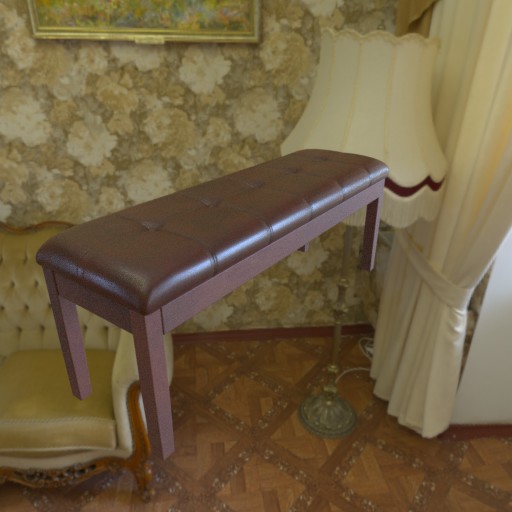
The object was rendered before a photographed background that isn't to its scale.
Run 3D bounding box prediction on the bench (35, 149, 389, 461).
[{"bbox_3d":[0.000,0.000,1.476,0.401,0.491,1.259,18,31,32],"label":"bench"}]
